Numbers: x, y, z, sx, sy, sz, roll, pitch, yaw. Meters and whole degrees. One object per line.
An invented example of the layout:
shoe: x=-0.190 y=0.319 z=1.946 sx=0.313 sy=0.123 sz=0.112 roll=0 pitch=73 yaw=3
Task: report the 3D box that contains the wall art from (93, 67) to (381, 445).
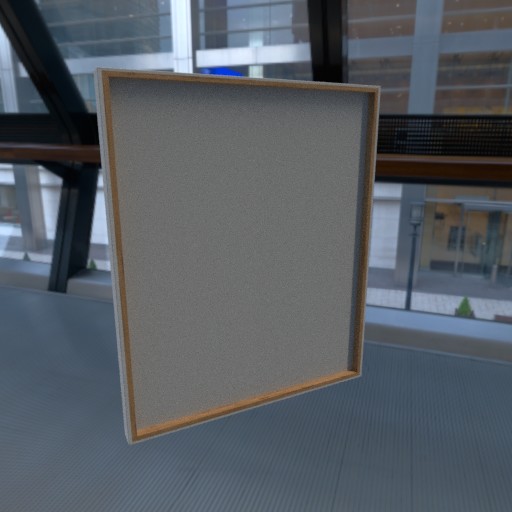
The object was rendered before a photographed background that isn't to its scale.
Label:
wall art: x=0.000 y=0.000 z=0.811 sx=0.508 sy=0.606 sz=0.037 roll=-7 pitch=17 yaw=-26
